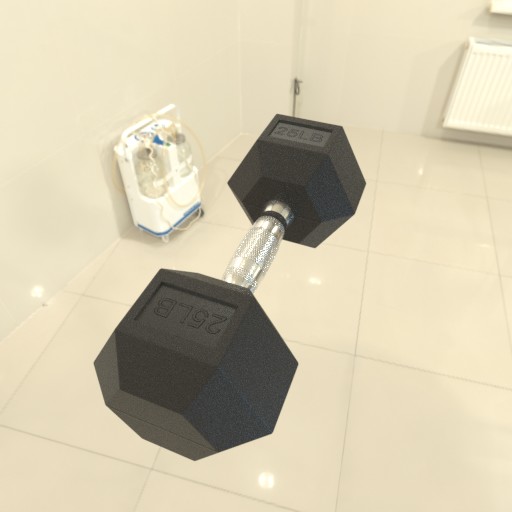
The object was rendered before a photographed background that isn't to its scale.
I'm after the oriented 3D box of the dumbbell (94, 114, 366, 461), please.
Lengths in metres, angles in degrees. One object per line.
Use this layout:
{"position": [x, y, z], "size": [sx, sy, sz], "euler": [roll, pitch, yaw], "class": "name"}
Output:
{"position": [0.000, 0.000, 0.371], "size": [0.129, 0.113, 0.315], "euler": [16, 48, 15], "class": "dumbbell"}
